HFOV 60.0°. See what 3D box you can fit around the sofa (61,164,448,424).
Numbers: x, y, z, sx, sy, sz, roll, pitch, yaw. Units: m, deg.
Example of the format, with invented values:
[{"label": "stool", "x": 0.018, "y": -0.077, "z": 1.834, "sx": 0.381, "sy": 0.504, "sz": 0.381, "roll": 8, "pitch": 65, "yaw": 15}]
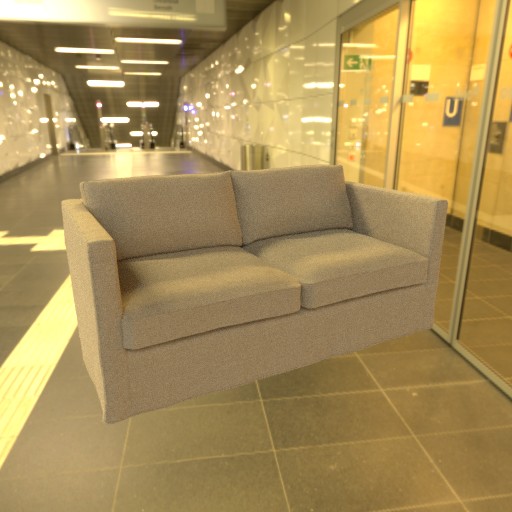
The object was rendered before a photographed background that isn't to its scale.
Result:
[{"label": "sofa", "x": 0.000, "y": 0.000, "z": 2.303, "sx": 1.766, "sy": 0.828, "sz": 0.956, "roll": -9, "pitch": 19, "yaw": -26}]
